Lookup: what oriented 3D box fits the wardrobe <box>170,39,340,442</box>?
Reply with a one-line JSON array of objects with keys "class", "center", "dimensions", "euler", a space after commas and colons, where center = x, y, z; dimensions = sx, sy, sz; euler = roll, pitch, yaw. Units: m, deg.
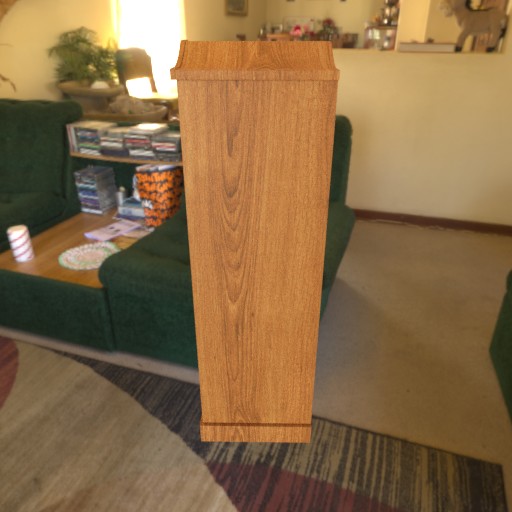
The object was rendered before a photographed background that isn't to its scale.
[{"class": "wardrobe", "center": [0.000, 0.000, 2.133], "dimensions": [0.570, 1.870, 0.590], "euler": [0, 27, 1]}]
